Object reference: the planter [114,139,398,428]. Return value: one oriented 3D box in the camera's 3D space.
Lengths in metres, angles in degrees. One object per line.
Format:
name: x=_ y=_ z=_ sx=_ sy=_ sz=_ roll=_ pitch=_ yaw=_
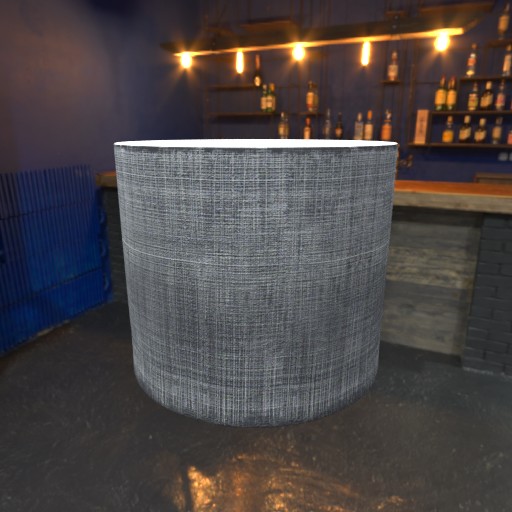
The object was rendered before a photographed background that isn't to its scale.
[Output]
planter: x=0.000 y=0.000 z=0.444 sx=0.254 sy=0.221 sz=0.254 roll=0 pitch=16 yaw=0
